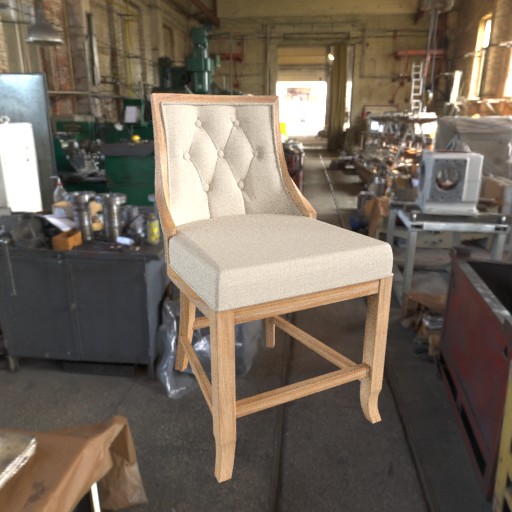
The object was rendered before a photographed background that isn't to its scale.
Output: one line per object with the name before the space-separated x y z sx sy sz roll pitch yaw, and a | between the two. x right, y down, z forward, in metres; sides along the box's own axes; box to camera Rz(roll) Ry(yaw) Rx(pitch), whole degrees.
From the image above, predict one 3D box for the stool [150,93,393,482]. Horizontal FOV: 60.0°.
stool | 0.000 0.000 1.339 0.524 0.938 0.626 -9 19 -26
